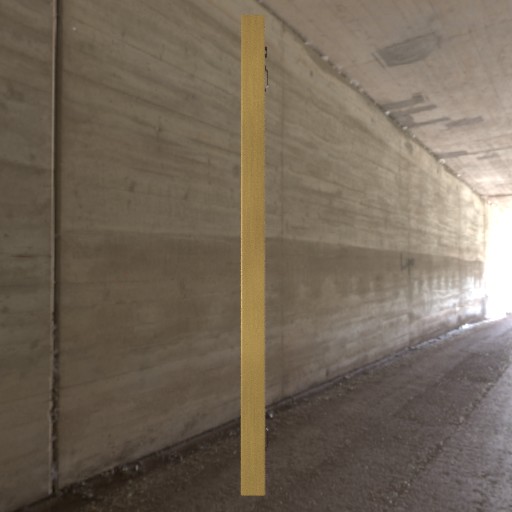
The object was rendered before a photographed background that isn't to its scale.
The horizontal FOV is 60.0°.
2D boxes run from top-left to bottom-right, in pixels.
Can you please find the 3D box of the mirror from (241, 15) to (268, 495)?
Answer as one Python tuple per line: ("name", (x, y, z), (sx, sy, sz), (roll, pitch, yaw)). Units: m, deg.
("mirror", (0.000, 0.000, 0.908), (0.040, 0.710, 0.507), (0, -1, 0))
